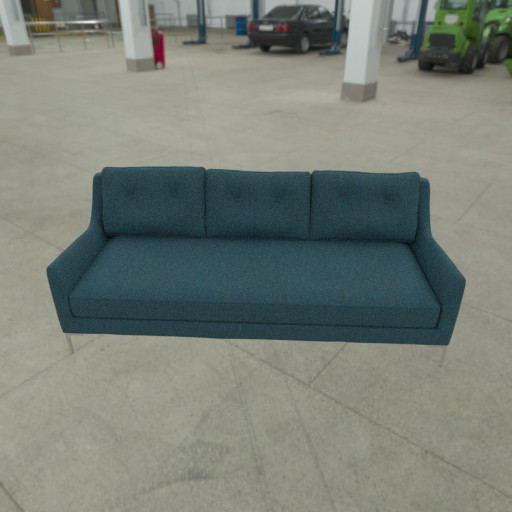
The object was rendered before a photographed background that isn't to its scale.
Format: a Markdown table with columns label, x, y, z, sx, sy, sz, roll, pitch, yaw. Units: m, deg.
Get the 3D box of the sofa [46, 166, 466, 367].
| label | x | y | z | sx | sy | sz | roll | pitch | yaw |
| --- | --- | --- | --- | --- | --- | --- | --- | --- | --- |
| sofa | 0.000 | 0.000 | 2.539 | 2.060 | 0.837 | 0.849 | 1 | 30 | 2 |
